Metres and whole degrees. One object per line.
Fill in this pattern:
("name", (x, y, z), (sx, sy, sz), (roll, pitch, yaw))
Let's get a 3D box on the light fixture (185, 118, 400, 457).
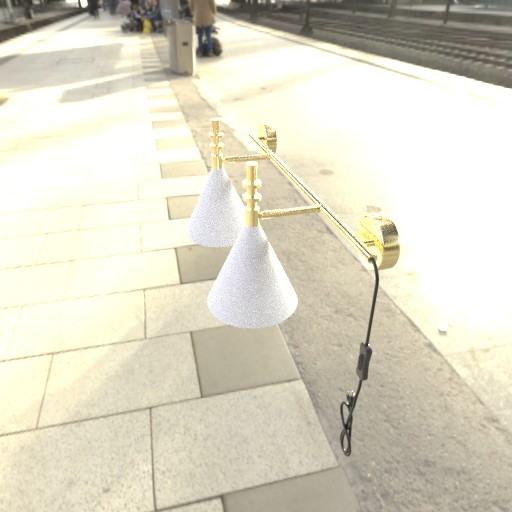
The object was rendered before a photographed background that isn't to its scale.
("light fixture", (0.000, 0.000, 0.880), (0.239, 0.468, 0.642), (-8, 32, -13))
